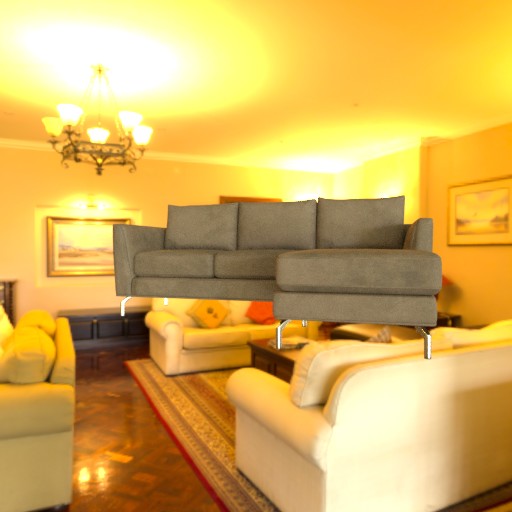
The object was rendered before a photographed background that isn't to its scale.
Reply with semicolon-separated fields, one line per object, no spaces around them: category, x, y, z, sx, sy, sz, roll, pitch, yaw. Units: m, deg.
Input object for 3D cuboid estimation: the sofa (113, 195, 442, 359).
sofa;0.000;0.000;3.274;2.438;0.987;1.622;0;1;17
